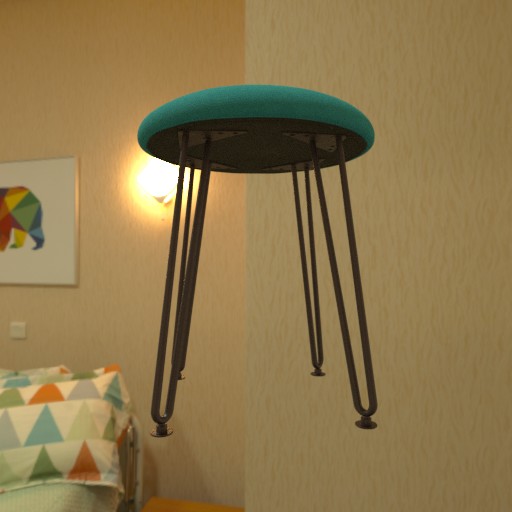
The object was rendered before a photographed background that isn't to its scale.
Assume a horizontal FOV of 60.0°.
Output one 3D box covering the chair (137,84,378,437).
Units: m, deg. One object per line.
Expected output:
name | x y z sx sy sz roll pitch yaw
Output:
chair | 0.000 0.000 0.674 0.350 0.430 0.350 0 -1 -18
